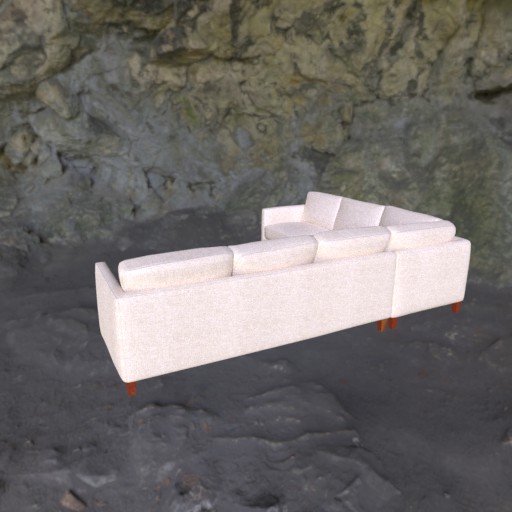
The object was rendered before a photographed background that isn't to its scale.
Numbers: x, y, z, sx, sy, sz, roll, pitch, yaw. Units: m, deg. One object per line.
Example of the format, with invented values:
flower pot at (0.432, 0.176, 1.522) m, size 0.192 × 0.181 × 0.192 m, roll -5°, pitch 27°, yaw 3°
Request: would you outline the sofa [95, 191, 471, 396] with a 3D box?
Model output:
sofa at (0.000, 0.000, 4.605) m, size 3.302 × 0.947 × 2.593 m, roll -8°, pitch 18°, yaw -26°
